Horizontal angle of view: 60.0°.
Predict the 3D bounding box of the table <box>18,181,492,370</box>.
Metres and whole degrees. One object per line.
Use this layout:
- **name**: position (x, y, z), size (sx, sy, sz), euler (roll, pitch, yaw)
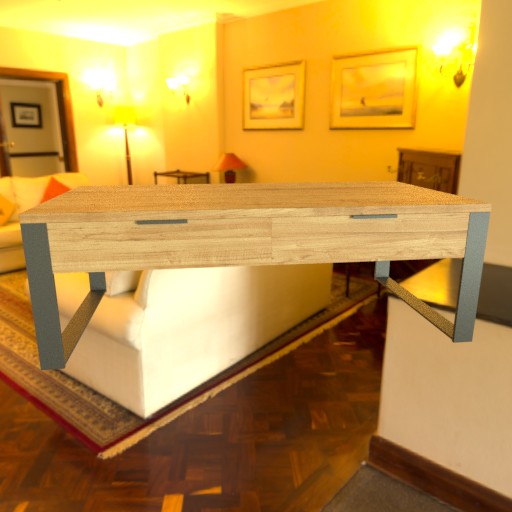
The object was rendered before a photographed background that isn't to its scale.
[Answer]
- **table**: position (0.000, 0.000, 1.420), size (1.180, 0.400, 0.590), euler (-2, 15, -8)
